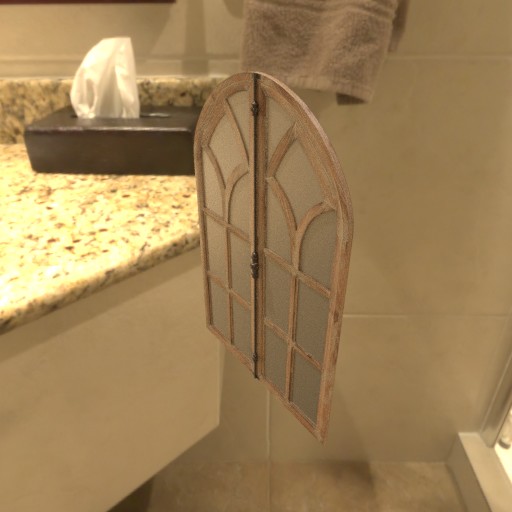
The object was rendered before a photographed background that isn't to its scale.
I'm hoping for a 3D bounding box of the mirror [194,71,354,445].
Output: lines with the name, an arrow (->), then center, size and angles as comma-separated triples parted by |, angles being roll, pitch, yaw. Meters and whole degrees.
mirror -> 0.000, 0.000, 1.185 | 0.032, 0.915, 0.609 | -21, 37, -31
